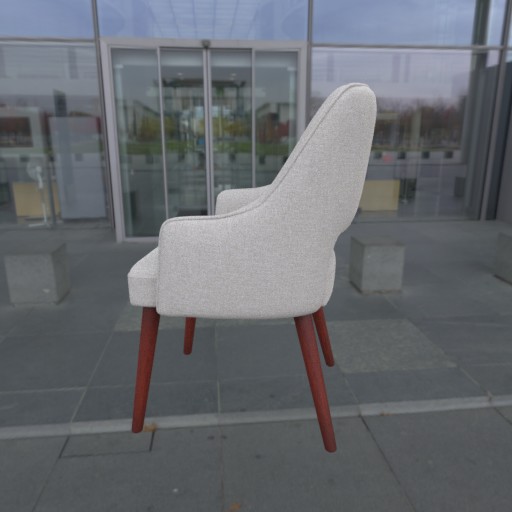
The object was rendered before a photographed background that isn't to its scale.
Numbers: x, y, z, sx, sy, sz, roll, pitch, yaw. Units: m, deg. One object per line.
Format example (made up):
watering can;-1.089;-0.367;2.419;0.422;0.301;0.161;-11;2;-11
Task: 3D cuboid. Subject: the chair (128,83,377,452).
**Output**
chair;0.000;0.000;1.194;0.580;0.840;0.560;2;15;9
